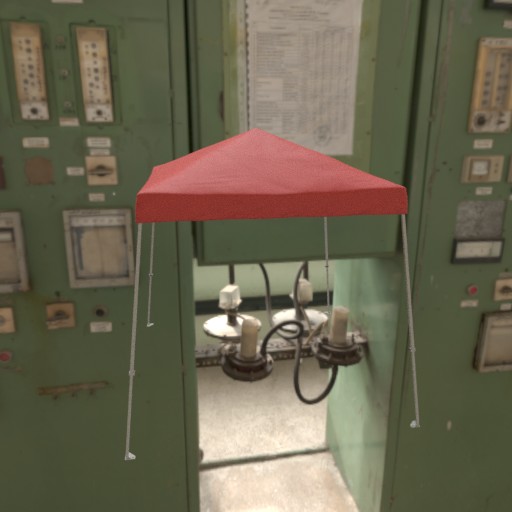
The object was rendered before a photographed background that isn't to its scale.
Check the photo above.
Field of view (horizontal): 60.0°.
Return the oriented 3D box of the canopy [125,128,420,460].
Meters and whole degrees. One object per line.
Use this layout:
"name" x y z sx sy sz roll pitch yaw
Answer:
"canopy" 0.000 0.000 6.489 3.599 3.600 3.600 -3 17 -9
